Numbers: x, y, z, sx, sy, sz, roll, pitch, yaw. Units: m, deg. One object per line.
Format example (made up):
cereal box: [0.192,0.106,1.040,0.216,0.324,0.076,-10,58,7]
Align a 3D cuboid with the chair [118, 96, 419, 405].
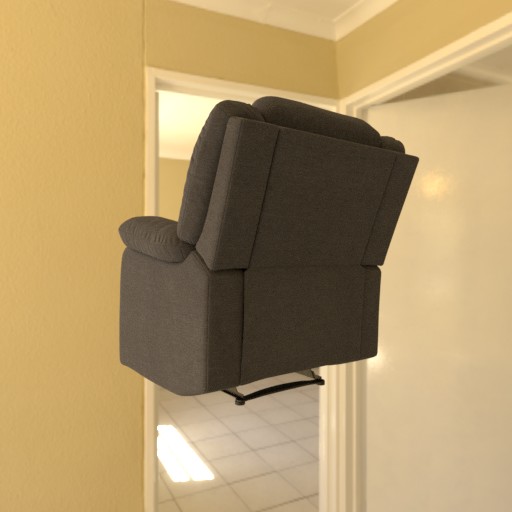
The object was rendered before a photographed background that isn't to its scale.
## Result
chair: [0.000,0.000,1.757,0.899,1.008,0.944,0,0,-37]
